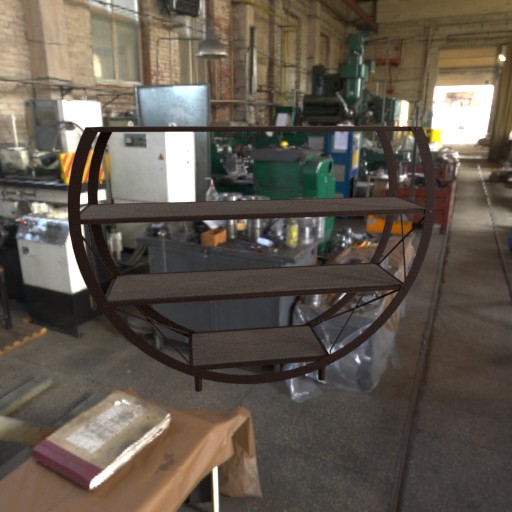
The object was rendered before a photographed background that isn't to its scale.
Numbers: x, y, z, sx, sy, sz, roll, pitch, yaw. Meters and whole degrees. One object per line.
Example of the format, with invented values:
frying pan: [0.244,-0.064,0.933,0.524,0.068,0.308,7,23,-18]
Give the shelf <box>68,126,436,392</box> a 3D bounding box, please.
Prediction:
shelf: [0.000,0.000,1.894,1.403,1.063,0.344,-3,17,-8]
